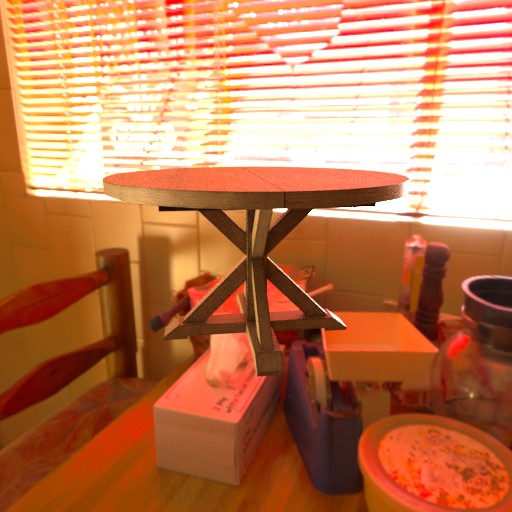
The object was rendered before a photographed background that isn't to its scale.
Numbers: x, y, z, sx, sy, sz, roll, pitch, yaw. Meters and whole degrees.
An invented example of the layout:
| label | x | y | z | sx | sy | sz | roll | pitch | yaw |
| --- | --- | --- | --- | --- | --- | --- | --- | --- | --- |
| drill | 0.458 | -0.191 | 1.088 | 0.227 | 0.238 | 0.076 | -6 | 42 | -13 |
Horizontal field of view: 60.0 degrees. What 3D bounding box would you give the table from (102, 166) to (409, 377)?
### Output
| label | x | y | z | sx | sy | sz | roll | pitch | yaw |
| --- | --- | --- | --- | --- | --- | --- | --- | --- | --- |
| table | 0.000 | 0.000 | 2.167 | 1.363 | 0.781 | 1.363 | 0 | 15 | 0 |
